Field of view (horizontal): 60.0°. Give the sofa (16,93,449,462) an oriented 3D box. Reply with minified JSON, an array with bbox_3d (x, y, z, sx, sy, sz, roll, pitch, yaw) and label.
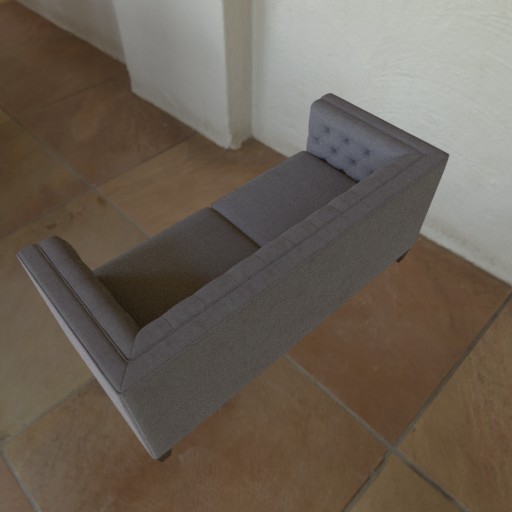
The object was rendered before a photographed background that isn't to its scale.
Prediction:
[{"bbox_3d":[0.000,0.000,2.167,1.778,0.762,0.775,-34,57,-26],"label":"sofa"}]
